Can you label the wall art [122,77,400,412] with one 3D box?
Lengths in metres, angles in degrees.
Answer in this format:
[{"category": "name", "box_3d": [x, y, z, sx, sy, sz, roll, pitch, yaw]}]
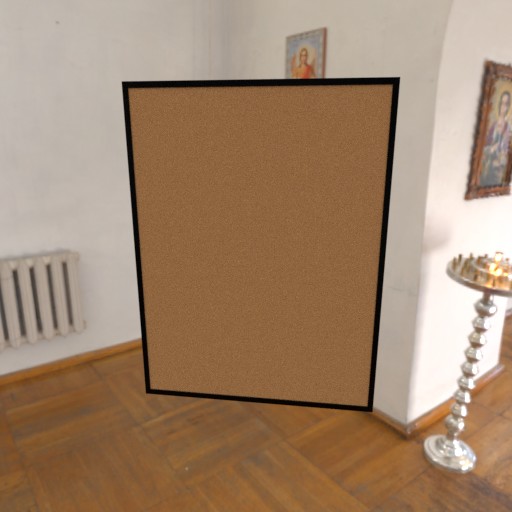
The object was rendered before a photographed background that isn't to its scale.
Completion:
[{"category": "wall art", "box_3d": [0.000, 0.000, 1.431, 0.805, 1.062, 0.040, 2, 16, 8]}]
